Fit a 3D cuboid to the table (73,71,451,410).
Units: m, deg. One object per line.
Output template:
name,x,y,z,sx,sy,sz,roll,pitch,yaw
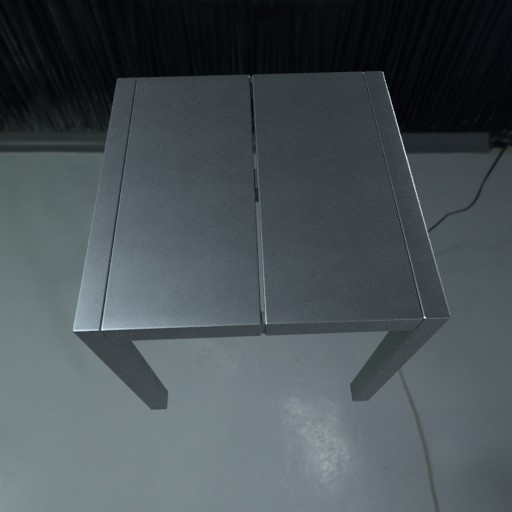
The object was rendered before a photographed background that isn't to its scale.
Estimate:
table,0.000,0.000,0.936,0.508,0.508,0.508,-2,60,-1
